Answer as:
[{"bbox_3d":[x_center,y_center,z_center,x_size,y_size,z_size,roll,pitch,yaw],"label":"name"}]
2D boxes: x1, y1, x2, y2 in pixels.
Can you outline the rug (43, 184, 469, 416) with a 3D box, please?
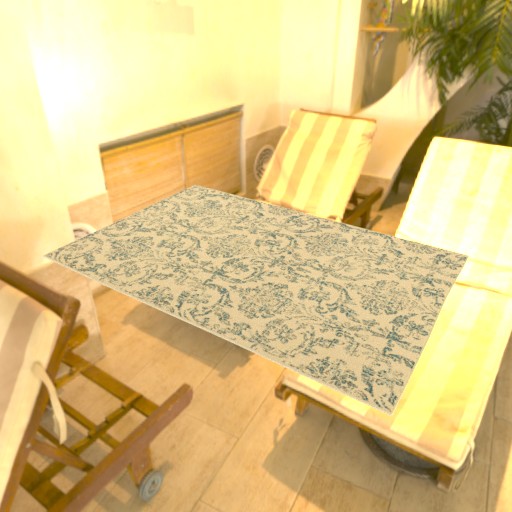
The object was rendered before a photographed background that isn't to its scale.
[{"bbox_3d":[0.000,0.000,3.416,2.746,0.018,1.819,18,35,28],"label":"rug"}]
